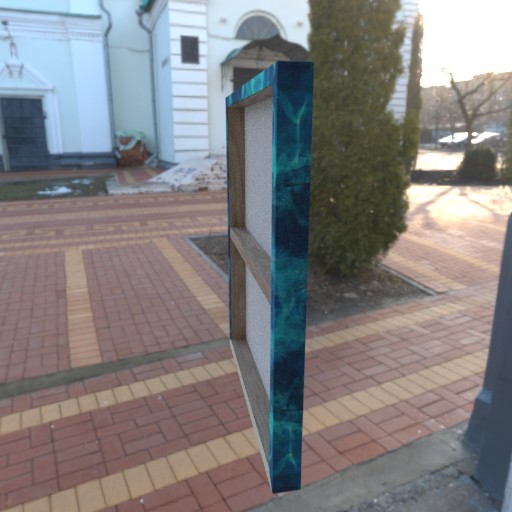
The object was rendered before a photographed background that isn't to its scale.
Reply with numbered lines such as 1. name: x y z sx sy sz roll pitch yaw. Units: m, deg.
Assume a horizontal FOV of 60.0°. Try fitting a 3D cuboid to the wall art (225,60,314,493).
1. wall art: 0.000 0.000 0.703 0.038 0.508 0.432 -3 15 -10
